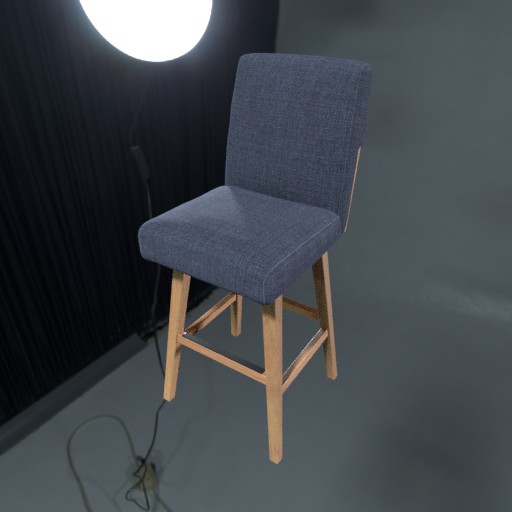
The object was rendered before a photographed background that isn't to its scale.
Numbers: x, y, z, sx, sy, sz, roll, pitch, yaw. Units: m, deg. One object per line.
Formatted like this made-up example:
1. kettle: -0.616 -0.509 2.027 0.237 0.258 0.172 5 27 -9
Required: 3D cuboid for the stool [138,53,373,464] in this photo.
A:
1. stool: 0.000 0.000 1.390 0.483 1.112 0.570 18 35 28
